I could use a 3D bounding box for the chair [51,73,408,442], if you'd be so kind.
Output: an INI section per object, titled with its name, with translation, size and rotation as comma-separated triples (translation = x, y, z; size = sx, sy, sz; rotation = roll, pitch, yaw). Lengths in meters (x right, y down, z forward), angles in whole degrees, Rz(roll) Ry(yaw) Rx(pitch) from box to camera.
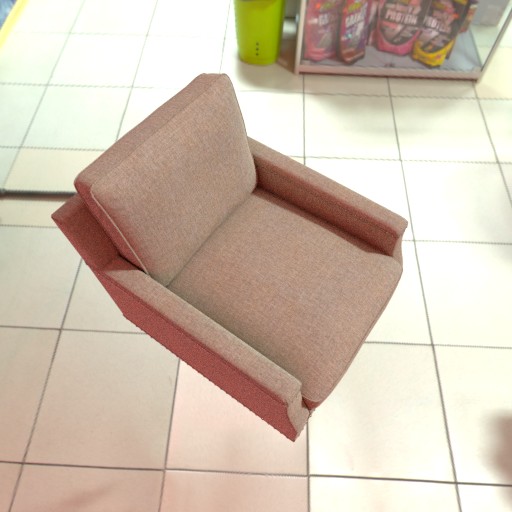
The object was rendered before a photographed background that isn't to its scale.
[chair]
translation = 0.000, 0.000, 1.708
size = 1.014, 0.943, 0.853
rotation = 31, 64, 18
